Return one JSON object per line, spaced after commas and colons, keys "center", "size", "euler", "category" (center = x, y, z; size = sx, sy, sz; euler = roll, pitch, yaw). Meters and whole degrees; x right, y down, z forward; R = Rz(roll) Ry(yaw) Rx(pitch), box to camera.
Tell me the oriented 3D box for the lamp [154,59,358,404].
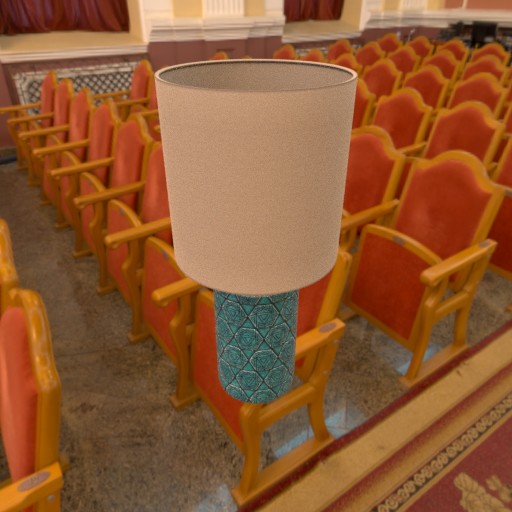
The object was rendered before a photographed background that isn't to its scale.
{"center": [0.000, 0.000, 0.770], "size": [0.278, 0.597, 0.278], "euler": [-19, 36, -29], "category": "lamp"}
